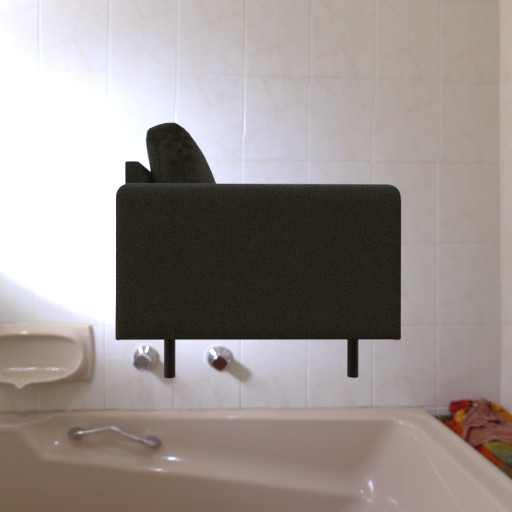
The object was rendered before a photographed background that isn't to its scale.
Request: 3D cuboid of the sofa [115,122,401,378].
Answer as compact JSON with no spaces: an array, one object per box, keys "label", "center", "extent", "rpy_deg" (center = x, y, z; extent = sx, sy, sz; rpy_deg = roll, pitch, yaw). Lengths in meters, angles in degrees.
[{"label":"sofa","center":[0.000,0.000,2.210],"extent":[0.889,0.897,1.730],"rpy_deg":[0,0,-1]}]
